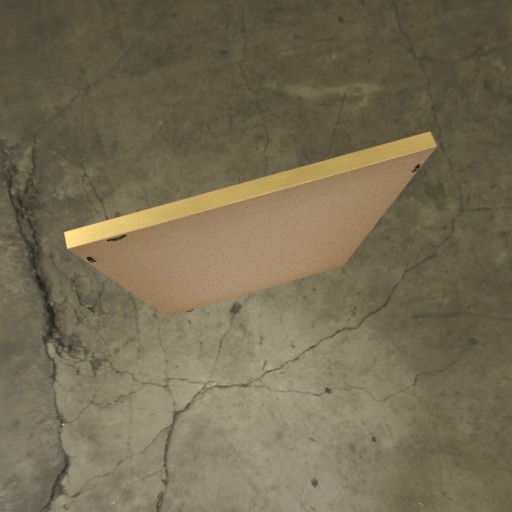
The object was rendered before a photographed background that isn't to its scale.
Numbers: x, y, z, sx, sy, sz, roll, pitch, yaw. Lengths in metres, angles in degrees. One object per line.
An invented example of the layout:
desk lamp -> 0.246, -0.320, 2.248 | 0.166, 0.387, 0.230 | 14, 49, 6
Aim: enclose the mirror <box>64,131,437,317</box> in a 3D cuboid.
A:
mirror -> 0.000, 0.000, 1.370 | 0.762, 1.016, 0.040 | -16, 75, -4
